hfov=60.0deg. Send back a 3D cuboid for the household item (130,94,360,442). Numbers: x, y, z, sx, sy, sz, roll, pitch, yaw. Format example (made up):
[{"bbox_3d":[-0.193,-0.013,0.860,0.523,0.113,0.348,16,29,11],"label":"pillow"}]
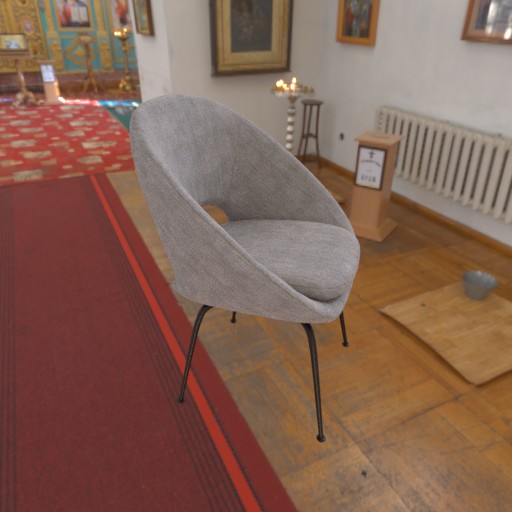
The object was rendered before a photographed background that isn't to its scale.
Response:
[{"bbox_3d":[0.000,0.000,1.303,0.587,0.869,0.643,9,29,17],"label":"household item"}]
